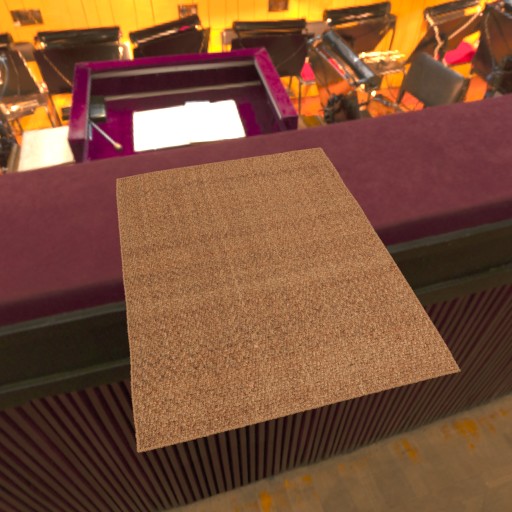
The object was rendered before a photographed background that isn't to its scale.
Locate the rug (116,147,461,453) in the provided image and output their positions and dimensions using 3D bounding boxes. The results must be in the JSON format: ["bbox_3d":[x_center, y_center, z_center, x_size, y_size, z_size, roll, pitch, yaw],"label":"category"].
[{"bbox_3d":[0.000,0.000,4.127,2.439,0.013,3.048,-11,49,-10],"label":"rug"}]
